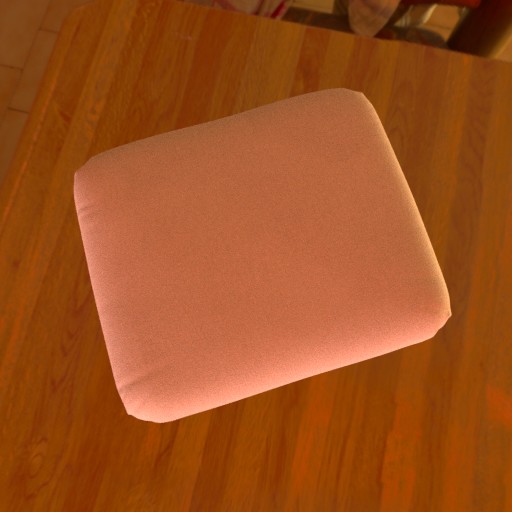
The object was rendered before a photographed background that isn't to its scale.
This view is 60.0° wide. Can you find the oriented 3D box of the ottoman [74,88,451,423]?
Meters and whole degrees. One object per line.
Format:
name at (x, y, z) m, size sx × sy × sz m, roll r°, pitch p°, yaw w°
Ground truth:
ottoman at (0.000, 0.000, 1.117) m, size 0.746 × 0.450 × 0.622 m, roll -17°, pitch 78°, yaw -4°
